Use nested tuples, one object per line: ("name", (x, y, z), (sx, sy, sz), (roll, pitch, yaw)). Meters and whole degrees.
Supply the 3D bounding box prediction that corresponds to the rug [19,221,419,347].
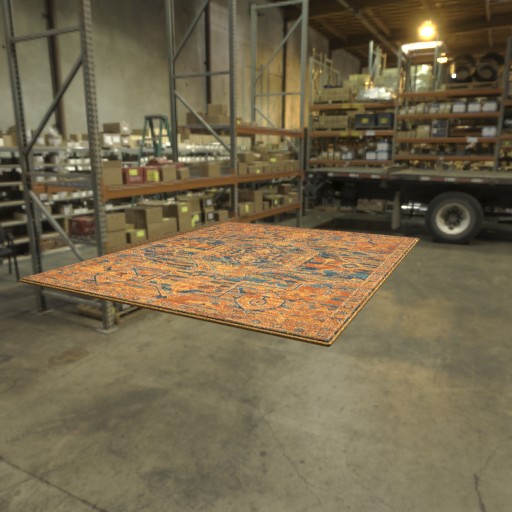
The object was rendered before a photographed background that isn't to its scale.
("rug", (0.000, 0.000, 4.077), (2.435, 0.031, 3.040), (7, 15, 27))
